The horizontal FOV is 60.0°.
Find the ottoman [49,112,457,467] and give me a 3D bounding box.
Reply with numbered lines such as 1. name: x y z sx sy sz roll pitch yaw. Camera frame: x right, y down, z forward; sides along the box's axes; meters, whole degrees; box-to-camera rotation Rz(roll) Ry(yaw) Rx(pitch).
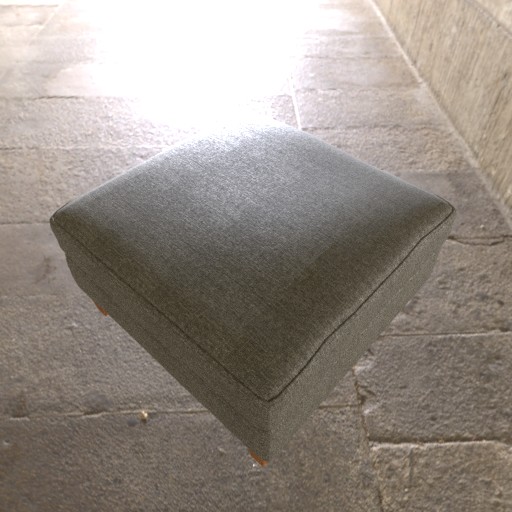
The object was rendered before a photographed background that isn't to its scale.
1. ottoman: 0.000 0.000 1.363 0.838 0.481 0.838 34 55 28
